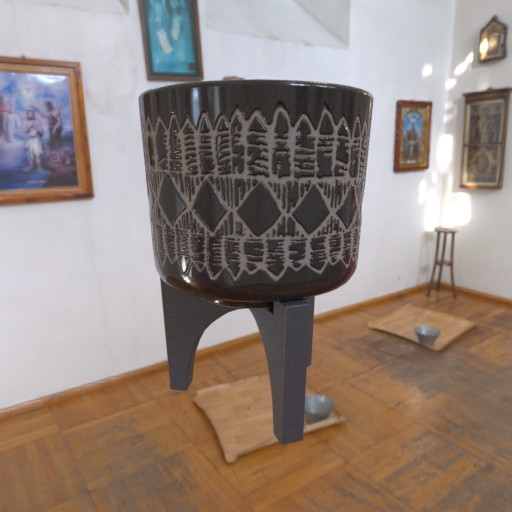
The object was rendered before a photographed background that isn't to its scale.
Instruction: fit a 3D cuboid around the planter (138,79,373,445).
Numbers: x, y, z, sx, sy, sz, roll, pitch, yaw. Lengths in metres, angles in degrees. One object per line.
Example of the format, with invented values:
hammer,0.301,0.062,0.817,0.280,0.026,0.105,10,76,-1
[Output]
planter,0.000,0.000,0.525,0.251,0.355,0.251,2,13,9
